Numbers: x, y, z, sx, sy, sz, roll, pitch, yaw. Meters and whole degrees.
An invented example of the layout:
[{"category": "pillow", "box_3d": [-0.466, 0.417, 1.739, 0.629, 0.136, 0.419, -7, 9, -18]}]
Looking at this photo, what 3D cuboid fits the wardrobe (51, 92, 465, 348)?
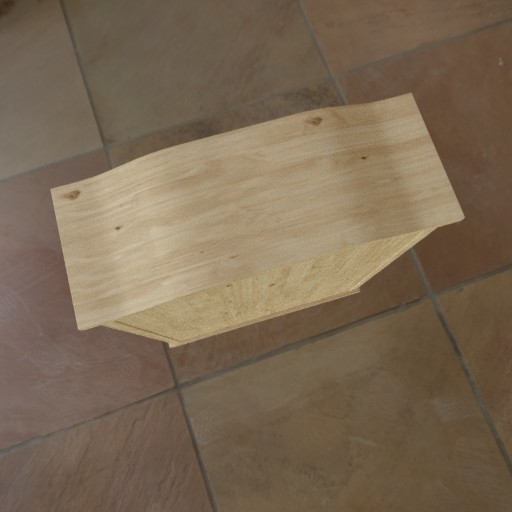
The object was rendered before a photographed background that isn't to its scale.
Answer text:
[{"category": "wardrobe", "box_3d": [0.000, 0.000, 2.546, 1.500, 1.870, 0.570, -16, 77, -4]}]
